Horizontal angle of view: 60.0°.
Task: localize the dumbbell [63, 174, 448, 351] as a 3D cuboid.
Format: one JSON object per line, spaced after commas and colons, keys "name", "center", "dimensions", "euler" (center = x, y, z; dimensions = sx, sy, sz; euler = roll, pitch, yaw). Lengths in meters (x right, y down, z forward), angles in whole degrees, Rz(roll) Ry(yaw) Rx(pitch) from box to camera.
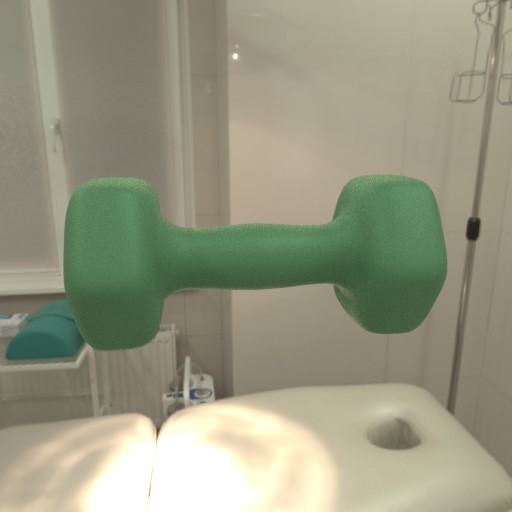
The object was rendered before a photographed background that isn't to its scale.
{"name": "dumbbell", "center": [0.000, 0.000, 0.331], "dimensions": [0.260, 0.117, 0.129], "euler": [-2, 14, -7]}
